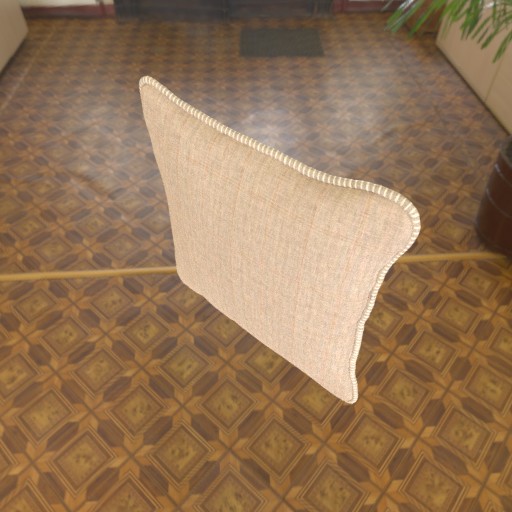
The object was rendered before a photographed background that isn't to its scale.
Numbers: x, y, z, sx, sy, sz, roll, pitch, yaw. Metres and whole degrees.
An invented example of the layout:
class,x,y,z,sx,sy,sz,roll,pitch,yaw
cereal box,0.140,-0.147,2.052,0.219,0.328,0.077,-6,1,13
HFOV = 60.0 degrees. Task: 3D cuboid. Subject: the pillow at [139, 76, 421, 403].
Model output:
class,x,y,z,sx,sy,sz,roll,pitch,yaw
pillow,0.000,0.000,0.757,0.485,0.494,0.124,32,55,26
